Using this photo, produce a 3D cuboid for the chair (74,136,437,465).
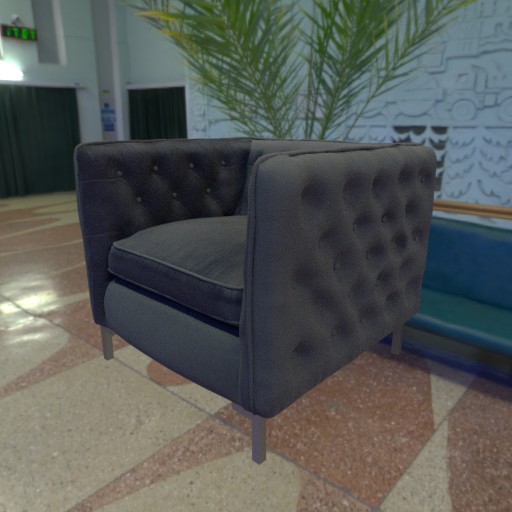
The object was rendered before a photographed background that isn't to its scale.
[{"bbox_3d":[0.000,0.000,1.608,0.946,0.807,0.913,15,22,41],"label":"chair"}]
